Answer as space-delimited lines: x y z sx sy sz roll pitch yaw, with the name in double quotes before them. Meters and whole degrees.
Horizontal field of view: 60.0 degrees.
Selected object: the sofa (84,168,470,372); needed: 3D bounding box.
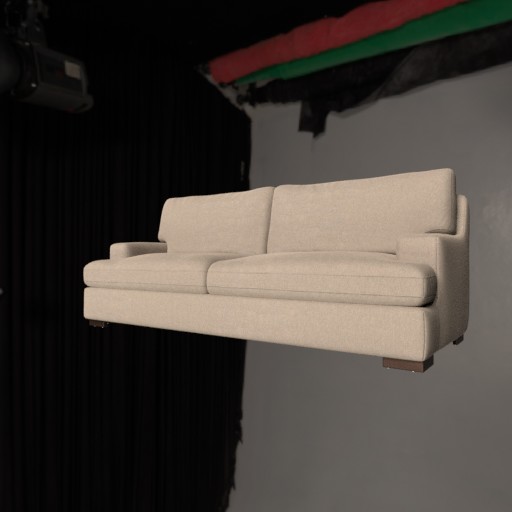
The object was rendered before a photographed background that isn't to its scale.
"sofa" 0.000 0.000 2.821 2.354 0.980 0.962 0 0 35
